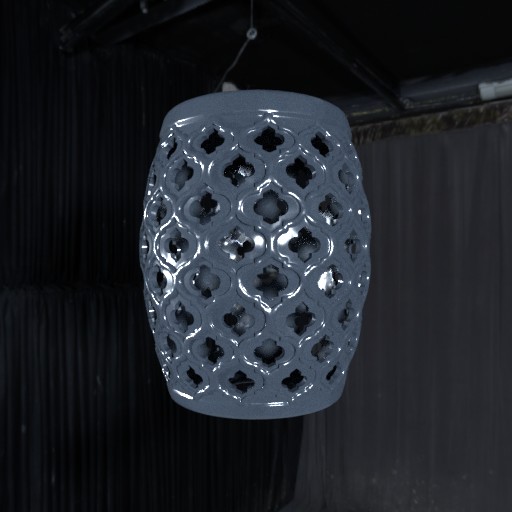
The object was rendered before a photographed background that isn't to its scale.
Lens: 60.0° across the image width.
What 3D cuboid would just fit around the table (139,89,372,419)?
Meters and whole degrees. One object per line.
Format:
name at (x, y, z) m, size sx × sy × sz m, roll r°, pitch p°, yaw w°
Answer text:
table at (0.000, 0.000, 0.641) m, size 0.325 × 0.388 × 0.325 m, roll 0°, pitch -1°, yaw 0°
